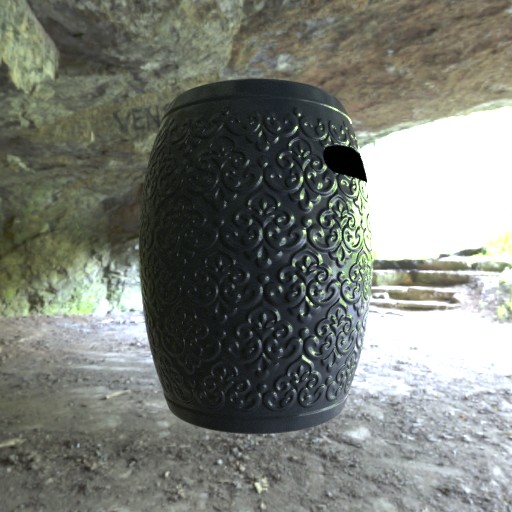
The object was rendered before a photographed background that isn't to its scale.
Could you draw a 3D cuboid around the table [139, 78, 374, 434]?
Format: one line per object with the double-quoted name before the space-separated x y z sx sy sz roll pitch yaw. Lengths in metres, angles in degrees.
"table" 0.000 0.000 0.604 0.309 0.397 0.309 0 0 0
